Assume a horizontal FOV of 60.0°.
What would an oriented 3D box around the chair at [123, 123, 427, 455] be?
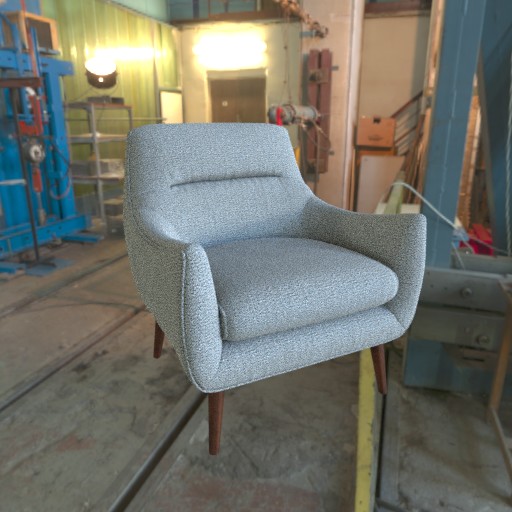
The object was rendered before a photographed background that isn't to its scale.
[{"bbox_3d":[0.000,0.000,1.464,0.762,0.838,0.787,-9,19,-26],"label":"chair"}]
